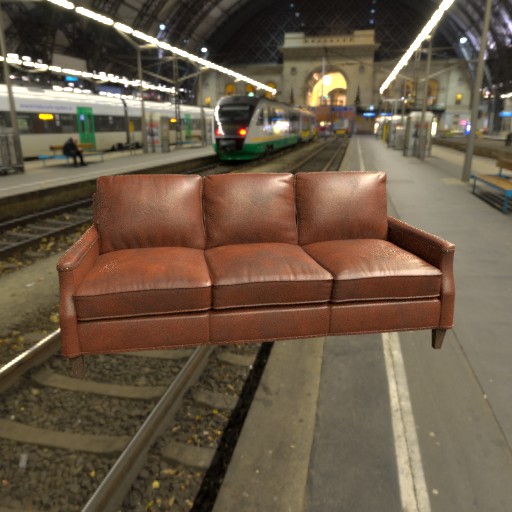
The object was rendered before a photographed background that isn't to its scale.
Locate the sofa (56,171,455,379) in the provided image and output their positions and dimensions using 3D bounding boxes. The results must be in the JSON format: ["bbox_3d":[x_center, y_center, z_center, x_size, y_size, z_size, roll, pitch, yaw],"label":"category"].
[{"bbox_3d":[0.000,0.000,2.885,2.240,1.003,1.084,-3,17,-9],"label":"sofa"}]
